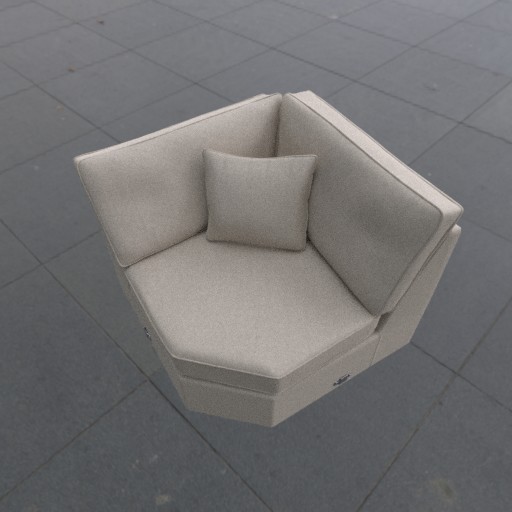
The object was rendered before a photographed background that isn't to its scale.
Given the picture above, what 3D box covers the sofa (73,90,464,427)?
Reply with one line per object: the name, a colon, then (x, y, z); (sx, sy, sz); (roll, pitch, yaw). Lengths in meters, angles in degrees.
sofa: (0.000, 0.000, 1.839); (1.050, 0.937, 1.042); (-24, 52, -20)
